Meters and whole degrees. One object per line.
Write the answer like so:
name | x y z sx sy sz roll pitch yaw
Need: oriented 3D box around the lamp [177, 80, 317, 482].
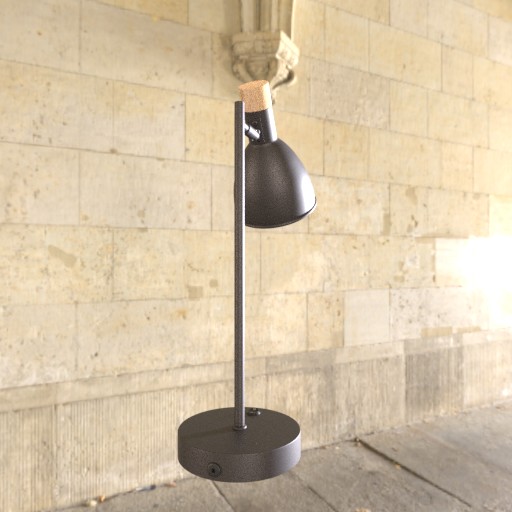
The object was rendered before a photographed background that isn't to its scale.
lamp | 0.000 0.000 0.609 0.152 0.483 0.287 0 0 19
